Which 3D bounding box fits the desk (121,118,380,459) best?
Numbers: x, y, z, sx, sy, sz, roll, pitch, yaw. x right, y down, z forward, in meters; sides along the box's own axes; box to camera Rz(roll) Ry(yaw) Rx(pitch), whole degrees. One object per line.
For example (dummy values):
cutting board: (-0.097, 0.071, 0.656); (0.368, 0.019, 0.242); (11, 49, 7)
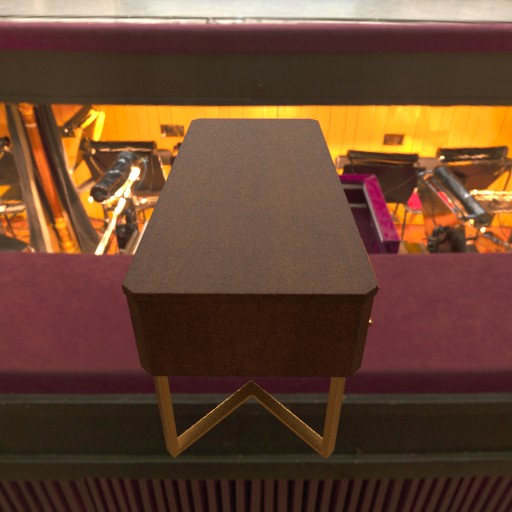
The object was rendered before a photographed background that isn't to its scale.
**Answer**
desk: (0.000, 0.000, 1.938); (0.684, 0.762, 1.479); (0, 34, 0)
